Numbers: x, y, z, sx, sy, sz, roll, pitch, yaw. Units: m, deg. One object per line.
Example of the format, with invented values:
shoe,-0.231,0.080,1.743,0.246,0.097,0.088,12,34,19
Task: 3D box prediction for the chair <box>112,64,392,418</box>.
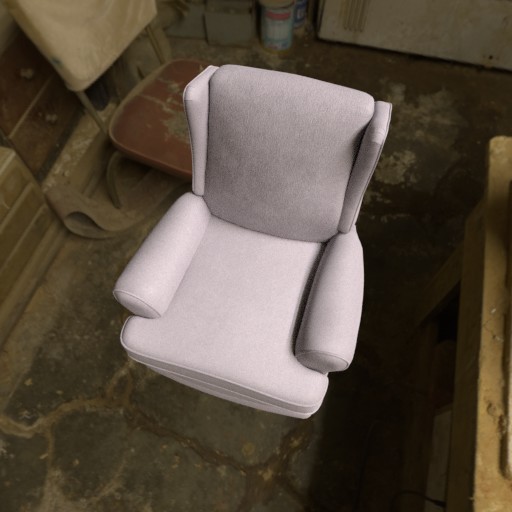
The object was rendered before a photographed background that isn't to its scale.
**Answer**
chair,0.000,0.000,1.685,0.847,1.011,0.969,15,61,9
